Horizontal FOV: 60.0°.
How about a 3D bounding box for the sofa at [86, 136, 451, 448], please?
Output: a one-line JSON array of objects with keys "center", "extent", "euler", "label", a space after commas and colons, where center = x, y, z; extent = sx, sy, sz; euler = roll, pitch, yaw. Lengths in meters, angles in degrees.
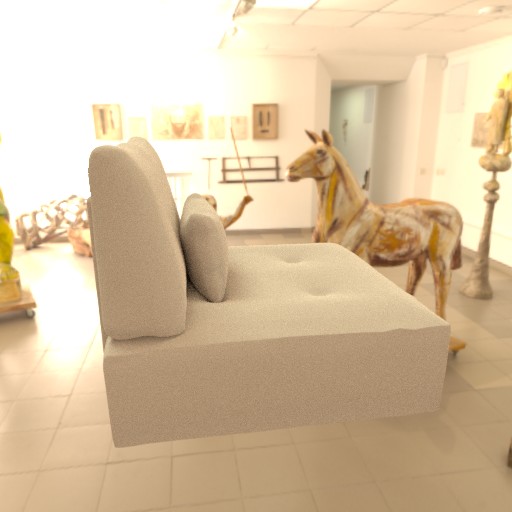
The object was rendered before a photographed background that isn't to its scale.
[{"center": [0.000, 0.000, 1.616], "extent": [1.000, 0.828, 0.935], "euler": [-3, 17, -9], "label": "sofa"}]
